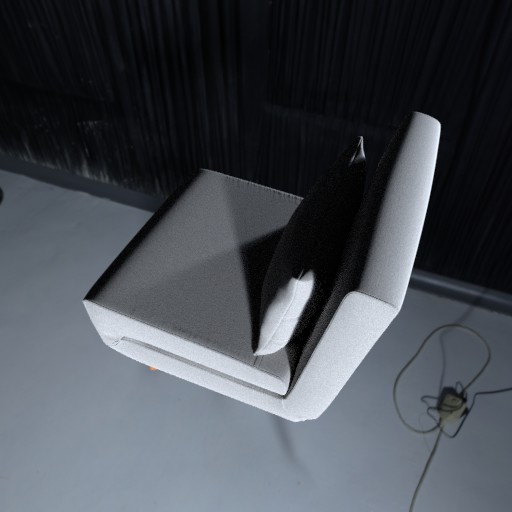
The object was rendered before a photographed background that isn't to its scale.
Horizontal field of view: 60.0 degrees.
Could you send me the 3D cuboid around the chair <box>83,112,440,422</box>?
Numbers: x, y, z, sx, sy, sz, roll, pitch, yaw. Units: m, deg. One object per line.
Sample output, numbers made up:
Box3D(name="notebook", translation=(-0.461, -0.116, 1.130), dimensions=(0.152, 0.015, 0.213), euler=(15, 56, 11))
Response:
Box3D(name="chair", translation=(0.000, 0.000, 1.454), dimensions=(0.902, 0.808, 0.770), euler=(16, 48, 15))
